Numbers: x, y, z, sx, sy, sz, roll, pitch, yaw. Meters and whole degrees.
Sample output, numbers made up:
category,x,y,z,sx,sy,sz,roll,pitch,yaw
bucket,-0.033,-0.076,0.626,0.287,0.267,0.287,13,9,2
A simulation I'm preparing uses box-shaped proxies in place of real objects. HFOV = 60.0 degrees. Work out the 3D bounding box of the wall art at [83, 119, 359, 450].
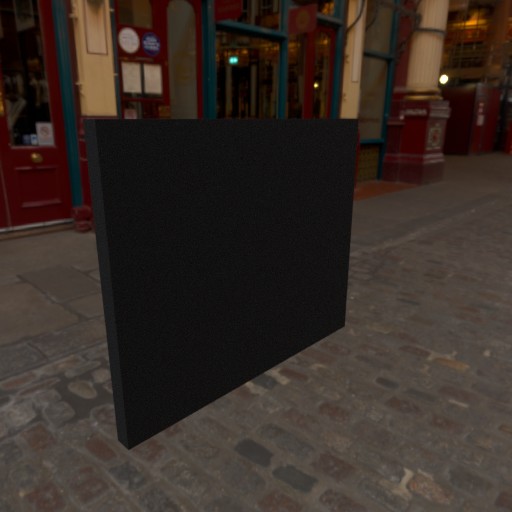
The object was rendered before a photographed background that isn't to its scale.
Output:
category,x,y,z,sx,sy,sz,roll,pitch,yaw
wall art,0.000,0.000,0.773,0.031,0.457,0.558,16,23,42
